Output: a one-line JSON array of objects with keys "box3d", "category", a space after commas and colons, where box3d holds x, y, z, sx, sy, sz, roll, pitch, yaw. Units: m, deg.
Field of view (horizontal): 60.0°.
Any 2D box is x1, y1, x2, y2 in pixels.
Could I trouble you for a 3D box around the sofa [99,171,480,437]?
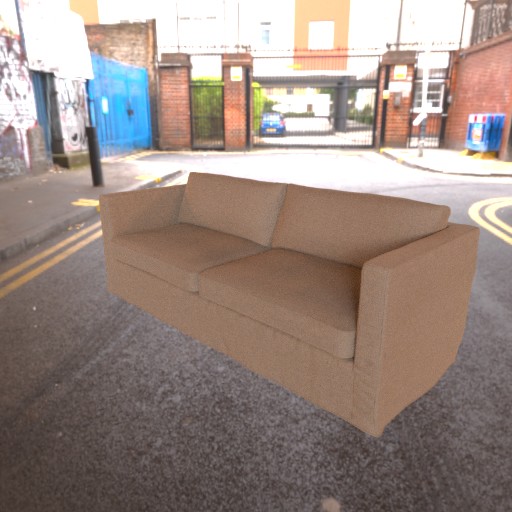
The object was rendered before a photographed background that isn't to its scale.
[{"box3d": [0.000, 0.000, 2.743, 2.296, 0.847, 0.956, 17, 24, 42], "category": "sofa"}]
